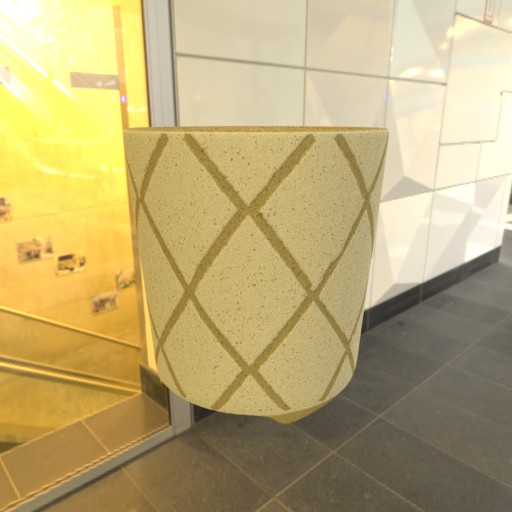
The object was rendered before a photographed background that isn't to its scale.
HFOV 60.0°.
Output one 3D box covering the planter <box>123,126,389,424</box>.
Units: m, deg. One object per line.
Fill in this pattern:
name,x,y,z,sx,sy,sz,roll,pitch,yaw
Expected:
planter,0.000,0.000,0.358,0.191,0.199,0.191,0,17,0
